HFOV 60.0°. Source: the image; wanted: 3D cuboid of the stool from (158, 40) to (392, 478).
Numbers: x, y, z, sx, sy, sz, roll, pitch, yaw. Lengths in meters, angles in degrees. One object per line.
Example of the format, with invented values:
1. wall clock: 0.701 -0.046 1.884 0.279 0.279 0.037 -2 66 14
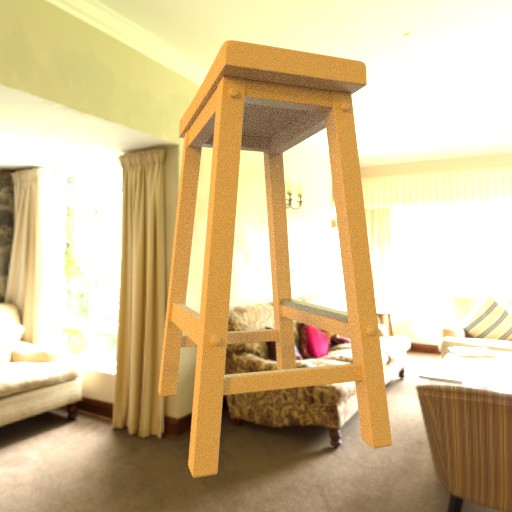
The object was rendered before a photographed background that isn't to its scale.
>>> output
1. stool: 0.000 0.000 0.849 0.322 0.610 0.406 0 0 -19
